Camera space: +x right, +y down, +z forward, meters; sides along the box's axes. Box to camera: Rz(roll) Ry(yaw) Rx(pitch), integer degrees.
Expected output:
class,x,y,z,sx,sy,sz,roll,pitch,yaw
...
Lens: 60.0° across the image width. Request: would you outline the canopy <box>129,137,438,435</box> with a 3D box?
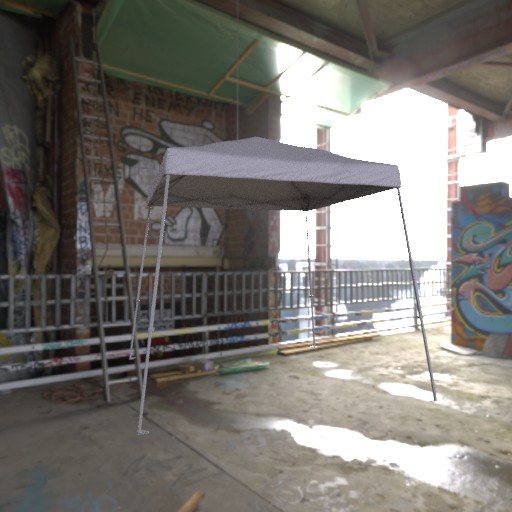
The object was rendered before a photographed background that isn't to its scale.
class,x,y,z,sx,sy,sz,roll,pitch,yaw
canopy,0.000,0.000,5.290,2.849,2.850,2.850,0,0,-17
